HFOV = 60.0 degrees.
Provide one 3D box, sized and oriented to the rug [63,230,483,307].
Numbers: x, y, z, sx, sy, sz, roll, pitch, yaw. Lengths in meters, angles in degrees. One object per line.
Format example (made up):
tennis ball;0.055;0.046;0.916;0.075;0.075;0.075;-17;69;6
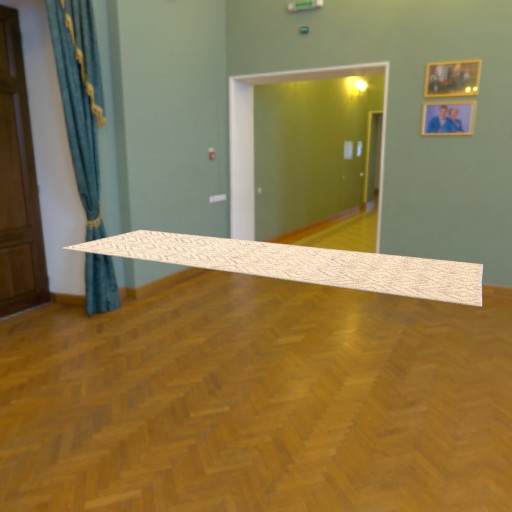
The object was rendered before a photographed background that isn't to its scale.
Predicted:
rug;0.000;0.000;2.660;2.435;0.009;0.750;7;15;26
